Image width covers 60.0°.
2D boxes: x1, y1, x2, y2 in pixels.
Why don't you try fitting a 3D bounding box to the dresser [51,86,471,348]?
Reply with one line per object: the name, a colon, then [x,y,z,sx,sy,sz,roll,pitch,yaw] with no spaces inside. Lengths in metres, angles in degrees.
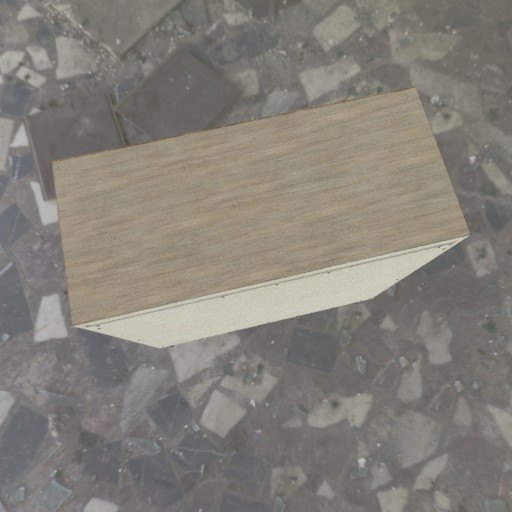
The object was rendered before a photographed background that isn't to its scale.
dresser: [0.000,0.000,1.739,1.016,1.219,0.457,-13,76,-3]
